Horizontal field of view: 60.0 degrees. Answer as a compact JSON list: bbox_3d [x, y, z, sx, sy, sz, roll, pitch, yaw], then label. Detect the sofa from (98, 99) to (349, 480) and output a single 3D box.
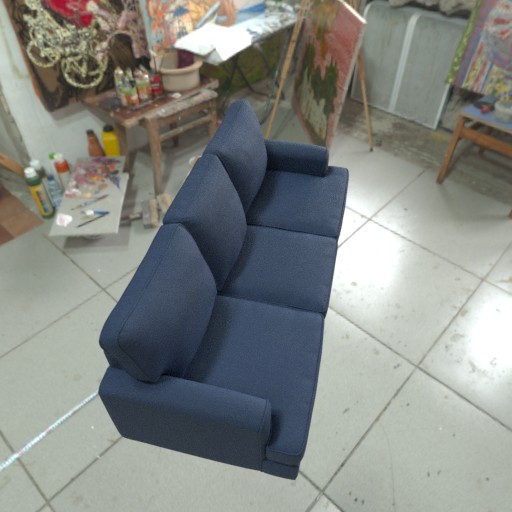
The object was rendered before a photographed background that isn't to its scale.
[{"bbox_3d":[0.000,0.000,2.640,0.951,0.965,2.158,10,47,9],"label":"sofa"}]
